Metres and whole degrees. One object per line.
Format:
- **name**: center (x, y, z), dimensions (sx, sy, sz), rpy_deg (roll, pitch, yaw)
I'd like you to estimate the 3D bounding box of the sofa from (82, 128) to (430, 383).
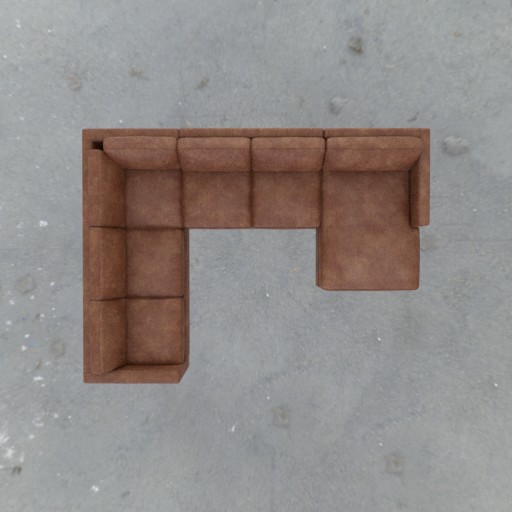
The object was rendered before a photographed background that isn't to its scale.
- **sofa**: center (0.000, 0.000, 4.529), dimensions (3.324, 0.888, 2.452), rpy_deg (0, 91, 0)
